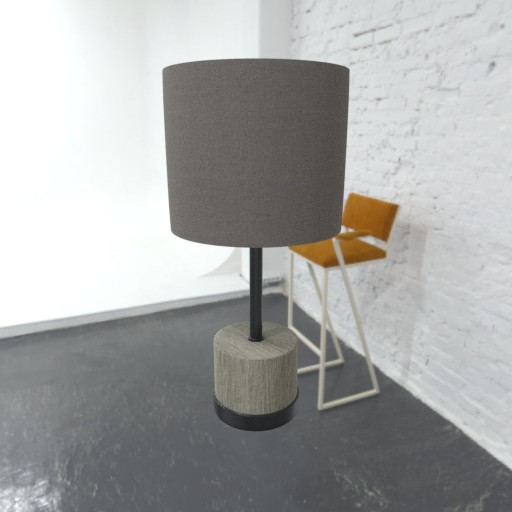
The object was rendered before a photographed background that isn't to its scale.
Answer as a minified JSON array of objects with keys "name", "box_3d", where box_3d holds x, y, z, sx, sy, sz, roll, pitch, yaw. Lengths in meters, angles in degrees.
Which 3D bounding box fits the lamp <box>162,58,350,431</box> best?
[{"name":"lamp","box_3d":[0.000,0.000,0.611,0.229,0.470,0.229,-15,21,-42]}]
